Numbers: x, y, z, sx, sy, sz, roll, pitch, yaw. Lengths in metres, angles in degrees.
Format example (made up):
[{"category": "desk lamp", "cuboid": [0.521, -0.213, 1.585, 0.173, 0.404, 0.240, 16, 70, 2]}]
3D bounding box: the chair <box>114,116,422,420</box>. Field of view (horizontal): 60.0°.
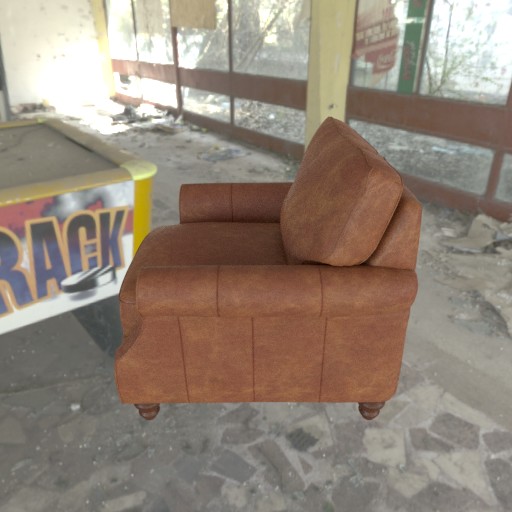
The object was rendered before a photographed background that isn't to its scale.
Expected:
[{"category": "chair", "cuboid": [0.000, 0.000, 1.729, 0.986, 0.962, 0.983, 0, 27, 0]}]
